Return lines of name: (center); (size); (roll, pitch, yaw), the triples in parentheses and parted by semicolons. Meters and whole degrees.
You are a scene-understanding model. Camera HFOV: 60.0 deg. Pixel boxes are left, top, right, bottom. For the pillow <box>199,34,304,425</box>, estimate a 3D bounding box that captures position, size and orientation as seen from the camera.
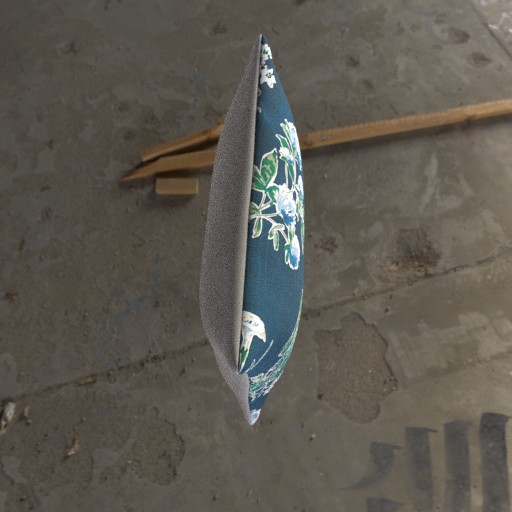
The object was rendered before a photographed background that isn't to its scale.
pillow: (0.000, 0.000, 0.801); (0.166, 0.508, 0.525); (3, 63, 1)
